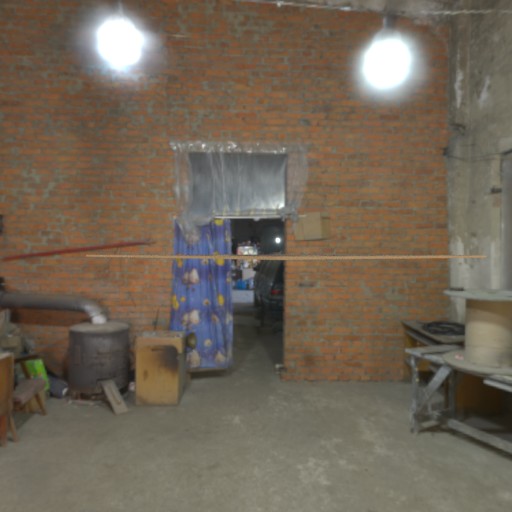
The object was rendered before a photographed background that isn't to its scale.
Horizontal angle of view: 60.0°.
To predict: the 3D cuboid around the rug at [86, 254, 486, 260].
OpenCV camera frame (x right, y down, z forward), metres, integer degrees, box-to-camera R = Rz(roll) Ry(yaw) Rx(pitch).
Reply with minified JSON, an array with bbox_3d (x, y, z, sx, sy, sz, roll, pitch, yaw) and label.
[{"bbox_3d":[0.000,0.000,2.924,1.526,0.014,2.290,0,0,-37],"label":"rug"}]
